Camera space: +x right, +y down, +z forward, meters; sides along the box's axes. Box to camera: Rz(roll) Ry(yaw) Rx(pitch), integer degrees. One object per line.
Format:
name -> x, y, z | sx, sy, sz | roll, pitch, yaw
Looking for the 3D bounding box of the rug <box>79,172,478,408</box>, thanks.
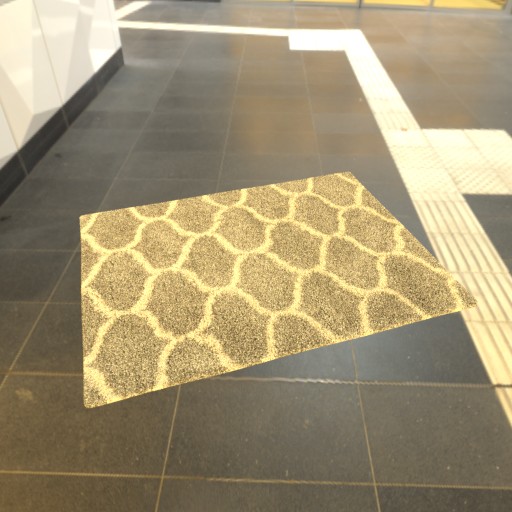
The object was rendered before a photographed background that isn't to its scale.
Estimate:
rug -> 0.000, 0.000, 2.122 | 1.600, 0.025, 1.200 | -11, 41, -14
